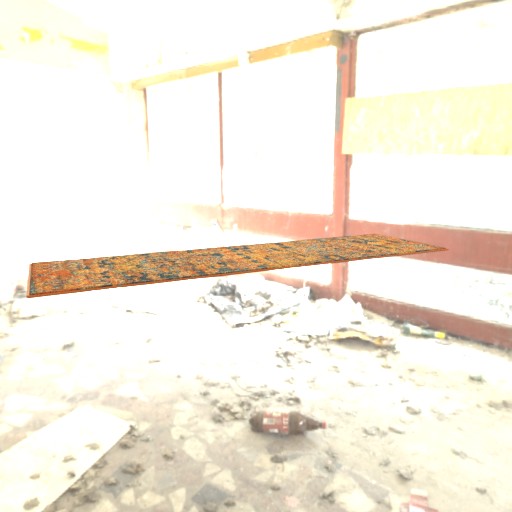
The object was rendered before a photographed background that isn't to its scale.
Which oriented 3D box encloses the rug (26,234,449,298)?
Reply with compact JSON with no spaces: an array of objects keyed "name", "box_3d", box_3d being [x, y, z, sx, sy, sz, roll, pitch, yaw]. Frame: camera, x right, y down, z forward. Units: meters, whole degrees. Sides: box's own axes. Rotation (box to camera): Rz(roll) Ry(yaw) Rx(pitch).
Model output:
[{"name":"rug","box_3d":[0.000,0.000,2.473,2.274,0.016,0.651,-6,13,-25]}]
